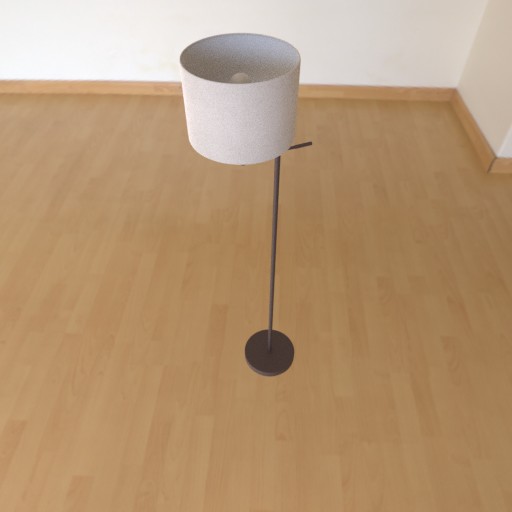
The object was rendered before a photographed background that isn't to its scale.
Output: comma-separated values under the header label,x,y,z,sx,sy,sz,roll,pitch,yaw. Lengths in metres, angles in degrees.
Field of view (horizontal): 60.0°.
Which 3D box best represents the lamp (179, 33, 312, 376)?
label,x,y,z,sx,sy,sz,roll,pitch,yaw
lamp,0.000,0.000,1.778,0.416,1.600,0.324,-17,49,-15
